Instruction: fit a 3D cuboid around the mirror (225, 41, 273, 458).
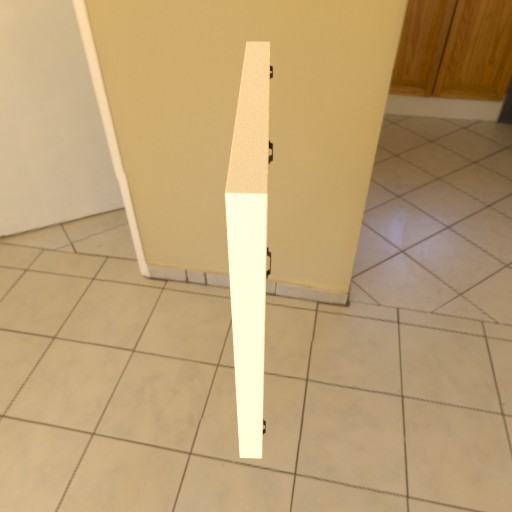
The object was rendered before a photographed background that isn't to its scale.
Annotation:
[{"bbox_3d":[0.000,0.000,0.690,0.041,0.508,0.405,1,42,1],"label":"mirror"}]
